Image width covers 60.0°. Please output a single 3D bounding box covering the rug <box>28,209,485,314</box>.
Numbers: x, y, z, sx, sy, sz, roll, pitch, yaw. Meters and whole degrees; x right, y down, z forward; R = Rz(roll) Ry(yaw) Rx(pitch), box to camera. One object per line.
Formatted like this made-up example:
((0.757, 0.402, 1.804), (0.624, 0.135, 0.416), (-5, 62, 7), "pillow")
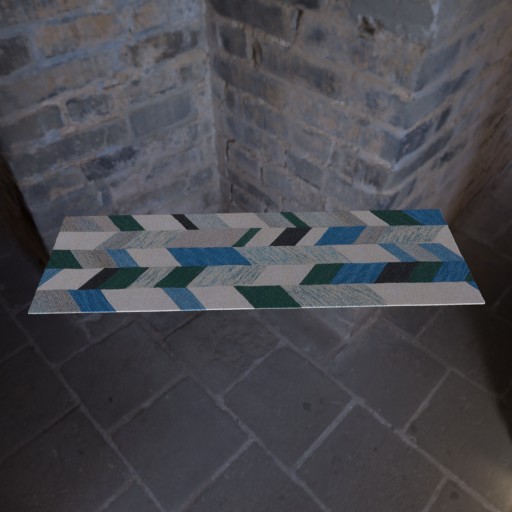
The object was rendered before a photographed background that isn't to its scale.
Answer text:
((0.000, 0.000, 2.616), (2.437, 0.008, 0.774), (-1, 47, -1), "rug")
